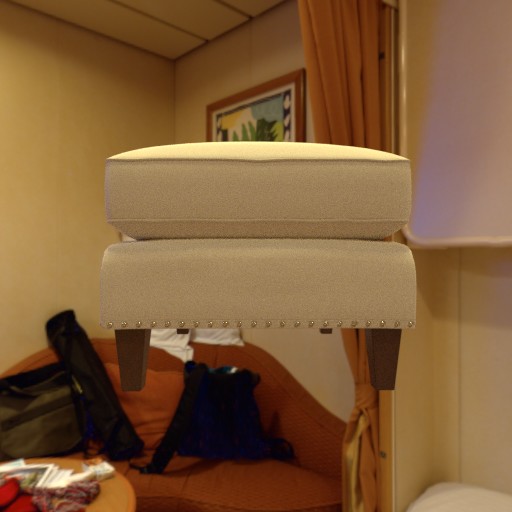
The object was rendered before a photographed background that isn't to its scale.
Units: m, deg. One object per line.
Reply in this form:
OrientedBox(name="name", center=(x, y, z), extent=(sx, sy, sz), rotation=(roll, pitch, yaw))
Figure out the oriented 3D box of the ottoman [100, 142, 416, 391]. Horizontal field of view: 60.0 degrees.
OrientedBox(name="ottoman", center=(0.000, 0.000, 1.170), extent=(0.584, 0.513, 0.741), rotation=(0, 0, -1))
